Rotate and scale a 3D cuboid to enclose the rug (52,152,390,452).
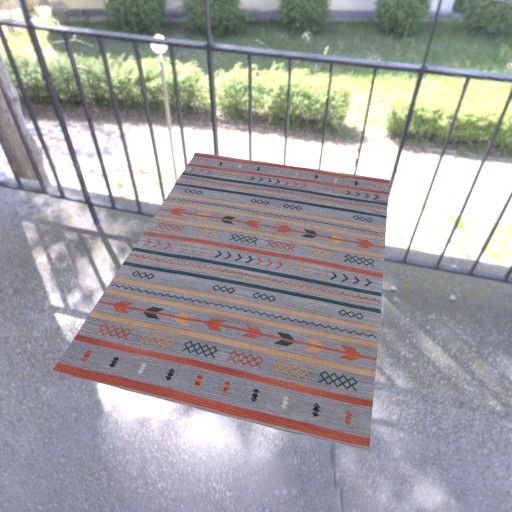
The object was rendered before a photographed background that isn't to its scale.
[{"bbox_3d":[0.000,0.000,4.012,2.263,0.022,3.029,10,46,10],"label":"rug"}]
